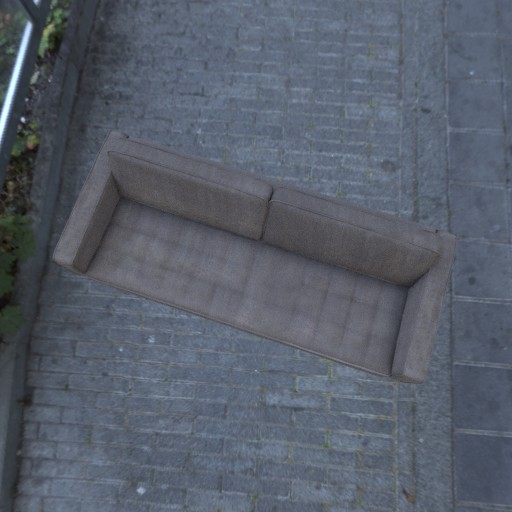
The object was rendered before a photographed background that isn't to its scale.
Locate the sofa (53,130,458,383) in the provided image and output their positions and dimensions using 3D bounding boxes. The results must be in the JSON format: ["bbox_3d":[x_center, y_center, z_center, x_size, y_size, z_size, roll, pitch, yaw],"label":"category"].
[{"bbox_3d":[0.000,0.000,2.787,2.295,0.813,0.923,18,76,4],"label":"sofa"}]
